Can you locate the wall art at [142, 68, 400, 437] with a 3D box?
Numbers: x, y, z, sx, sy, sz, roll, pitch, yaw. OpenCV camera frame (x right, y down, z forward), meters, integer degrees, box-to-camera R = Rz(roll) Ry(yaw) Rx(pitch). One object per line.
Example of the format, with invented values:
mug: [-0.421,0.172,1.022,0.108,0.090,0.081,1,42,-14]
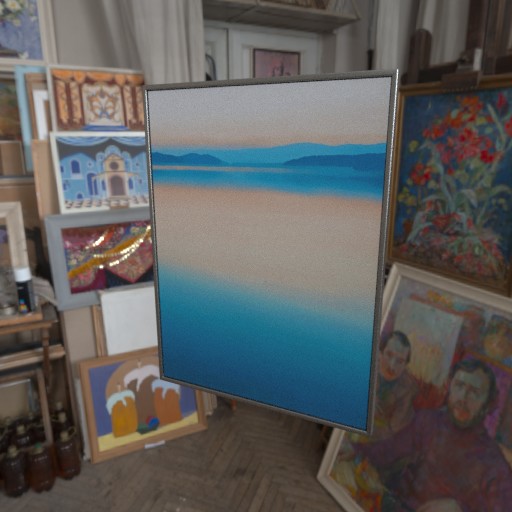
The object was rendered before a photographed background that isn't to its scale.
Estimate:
wall art: [0.000,0.000,1.418,0.801,1.062,0.037,7,16,25]
